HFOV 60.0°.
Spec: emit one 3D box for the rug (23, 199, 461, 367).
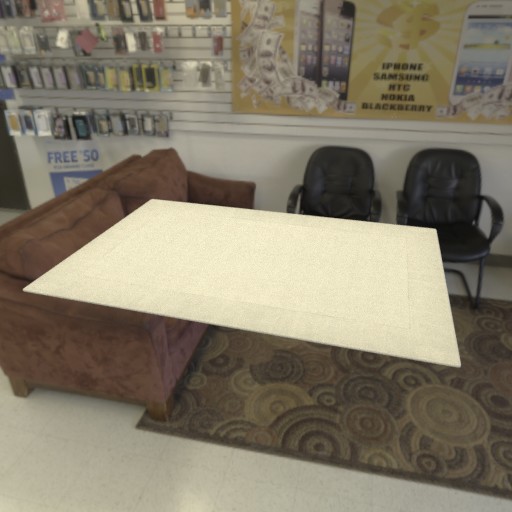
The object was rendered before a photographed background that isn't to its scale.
[{"bbox_3d":[0.000,0.000,2.278,1.829,0.013,1.219,8,28,14],"label":"rug"}]
